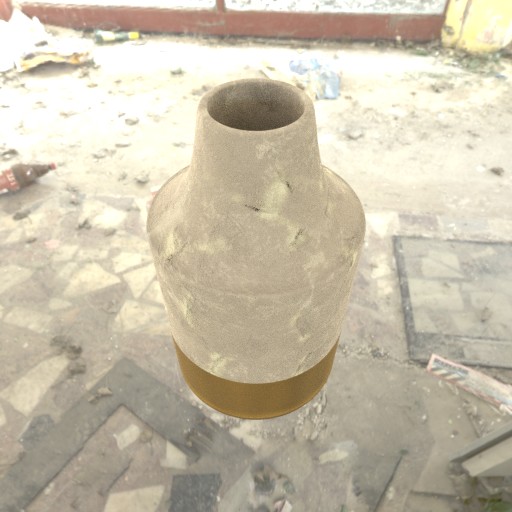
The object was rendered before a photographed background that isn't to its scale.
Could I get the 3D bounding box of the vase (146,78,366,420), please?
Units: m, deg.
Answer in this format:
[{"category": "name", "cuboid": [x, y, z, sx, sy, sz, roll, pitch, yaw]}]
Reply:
[{"category": "vase", "cuboid": [0.000, 0.000, 0.414, 0.184, 0.305, 0.184, 0, 47, 0]}]
